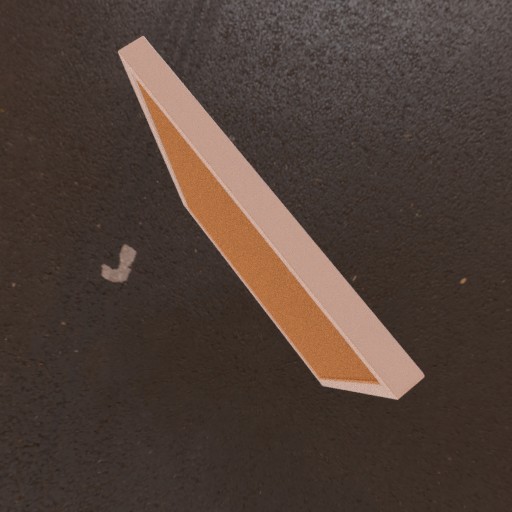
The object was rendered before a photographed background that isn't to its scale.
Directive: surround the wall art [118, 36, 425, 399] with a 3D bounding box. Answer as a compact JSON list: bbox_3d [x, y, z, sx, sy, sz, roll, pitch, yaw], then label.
[{"bbox_3d":[0.000,0.000,0.734,0.038,0.508,0.508,-36,78,-9],"label":"wall art"}]
